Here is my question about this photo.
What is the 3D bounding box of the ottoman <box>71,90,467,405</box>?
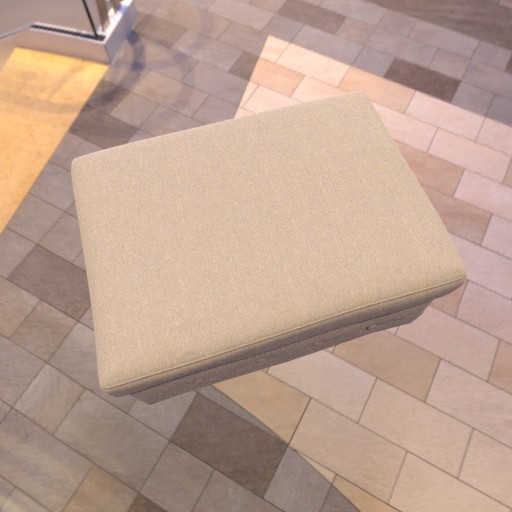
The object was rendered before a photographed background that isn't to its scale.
[{"bbox_3d":[0.000,0.000,1.152,0.771,0.500,0.569,-15,64,-8],"label":"ottoman"}]
